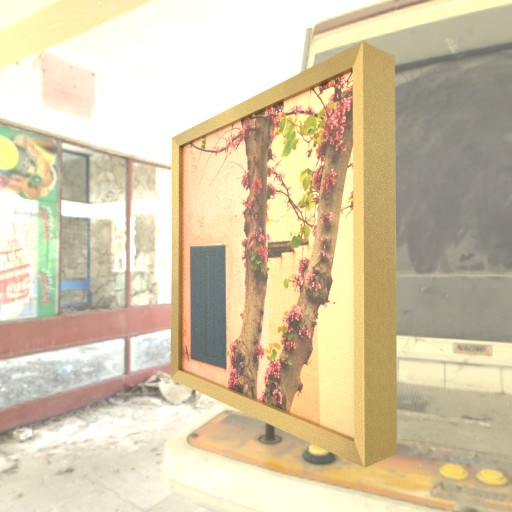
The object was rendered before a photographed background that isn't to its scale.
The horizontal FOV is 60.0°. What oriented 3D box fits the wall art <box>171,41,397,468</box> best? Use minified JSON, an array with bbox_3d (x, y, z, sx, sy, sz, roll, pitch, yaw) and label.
[{"bbox_3d":[0.000,0.000,0.449,0.038,0.305,0.304,1,-1,-37],"label":"wall art"}]
